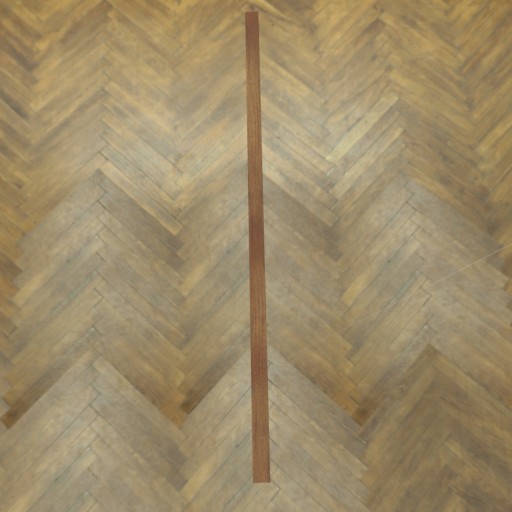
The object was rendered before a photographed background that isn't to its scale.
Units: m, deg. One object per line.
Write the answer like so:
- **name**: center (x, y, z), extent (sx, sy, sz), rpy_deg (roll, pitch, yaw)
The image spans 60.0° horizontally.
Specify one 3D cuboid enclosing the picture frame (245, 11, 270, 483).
- **picture frame**: center (0.000, 0.000, 1.167), extent (0.029, 0.640, 0.950), rpy_deg (-1, 75, 0)
